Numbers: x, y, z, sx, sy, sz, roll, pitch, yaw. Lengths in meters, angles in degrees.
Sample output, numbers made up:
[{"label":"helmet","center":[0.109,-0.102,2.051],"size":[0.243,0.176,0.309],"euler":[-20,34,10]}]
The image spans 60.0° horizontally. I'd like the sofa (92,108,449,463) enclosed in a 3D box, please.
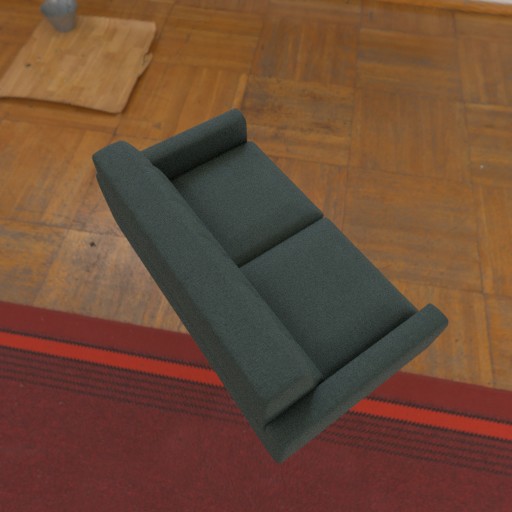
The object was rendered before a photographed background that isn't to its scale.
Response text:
[{"label":"sofa","center":[0.000,0.000,2.201],"size":[0.909,0.841,1.631],"euler":[-31,63,-18]}]
